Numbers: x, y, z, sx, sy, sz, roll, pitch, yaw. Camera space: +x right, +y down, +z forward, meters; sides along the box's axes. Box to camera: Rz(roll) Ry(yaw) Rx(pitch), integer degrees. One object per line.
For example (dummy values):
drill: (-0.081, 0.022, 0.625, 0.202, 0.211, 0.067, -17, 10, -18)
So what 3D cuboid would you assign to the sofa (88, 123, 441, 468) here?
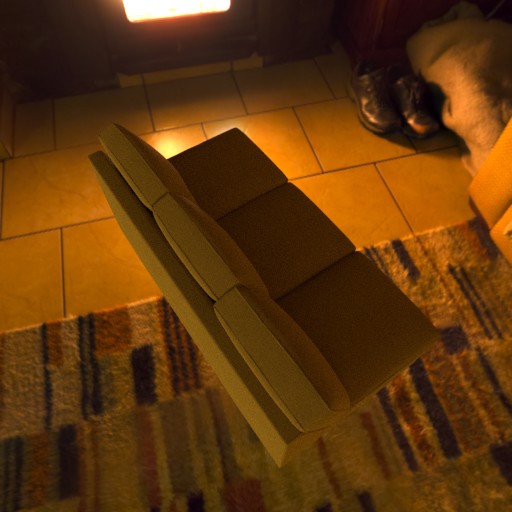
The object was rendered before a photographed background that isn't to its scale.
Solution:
sofa: (0.000, 0.000, 2.744, 1.127, 1.036, 2.092, -31, 62, -18)
